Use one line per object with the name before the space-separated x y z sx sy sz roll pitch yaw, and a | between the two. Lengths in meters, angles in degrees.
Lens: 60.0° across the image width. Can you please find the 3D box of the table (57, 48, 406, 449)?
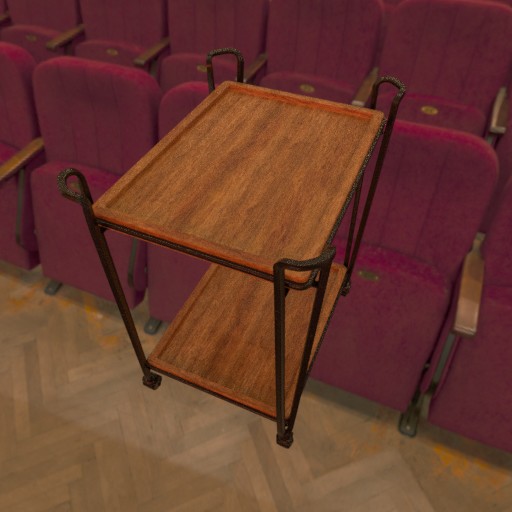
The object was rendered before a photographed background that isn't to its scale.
table | 0.000 0.000 1.183 0.505 0.785 0.672 18 49 16
